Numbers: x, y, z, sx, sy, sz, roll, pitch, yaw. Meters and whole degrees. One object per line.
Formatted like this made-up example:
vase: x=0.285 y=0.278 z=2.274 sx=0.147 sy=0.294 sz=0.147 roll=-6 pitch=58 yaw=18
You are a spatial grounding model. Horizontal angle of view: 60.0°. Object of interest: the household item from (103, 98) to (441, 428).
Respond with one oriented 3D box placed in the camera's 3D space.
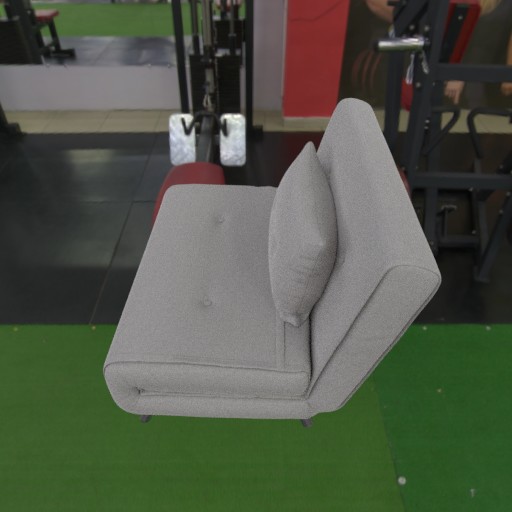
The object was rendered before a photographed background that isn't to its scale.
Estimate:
household item: x=0.000 y=0.000 z=1.601 sx=0.874 sy=0.800 sz=1.000 roll=1 pitch=41 yaw=2
